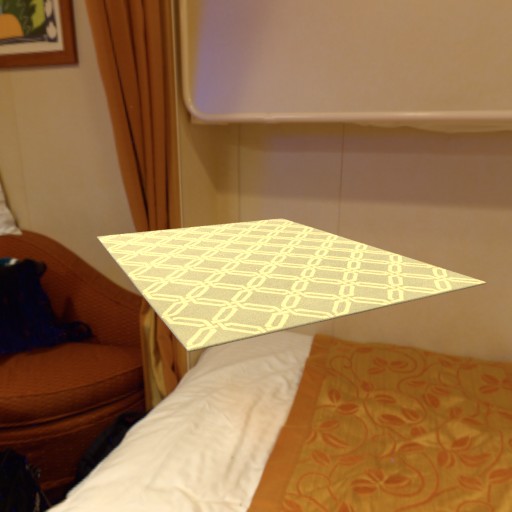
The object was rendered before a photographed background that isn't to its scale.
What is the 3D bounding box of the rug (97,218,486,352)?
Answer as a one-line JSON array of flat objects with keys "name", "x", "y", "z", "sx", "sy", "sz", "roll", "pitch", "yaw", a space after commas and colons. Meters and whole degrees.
[{"name": "rug", "x": 0.000, "y": 0.000, "z": 3.956, "sx": 2.288, "sy": 0.018, "sz": 2.895, "roll": -8, "pitch": 17, "yaw": -27}]
